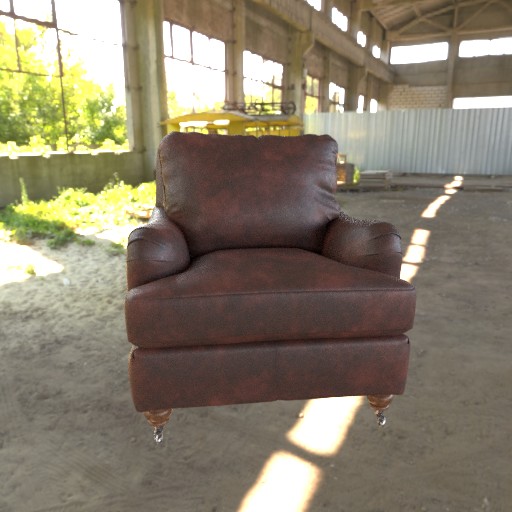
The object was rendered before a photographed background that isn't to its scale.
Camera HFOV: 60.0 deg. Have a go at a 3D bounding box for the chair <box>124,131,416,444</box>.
[{"bbox_3d":[0.000,0.000,1.929,0.987,1.051,1.156,-2,14,-7],"label":"chair"}]
